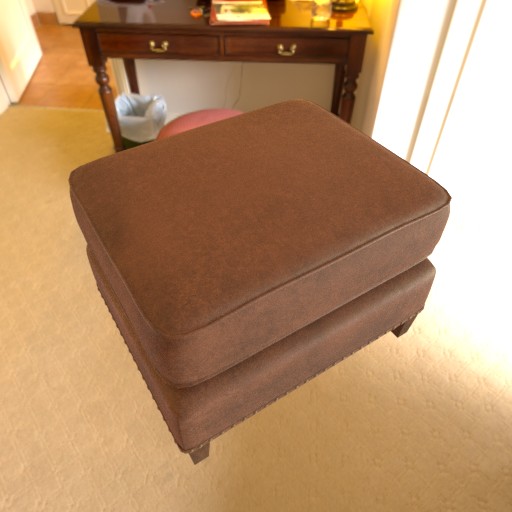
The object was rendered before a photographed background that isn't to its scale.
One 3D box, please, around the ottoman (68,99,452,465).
[{"bbox_3d":[0.000,0.000,1.131,0.738,0.537,0.589,-24,51,-22],"label":"ottoman"}]
